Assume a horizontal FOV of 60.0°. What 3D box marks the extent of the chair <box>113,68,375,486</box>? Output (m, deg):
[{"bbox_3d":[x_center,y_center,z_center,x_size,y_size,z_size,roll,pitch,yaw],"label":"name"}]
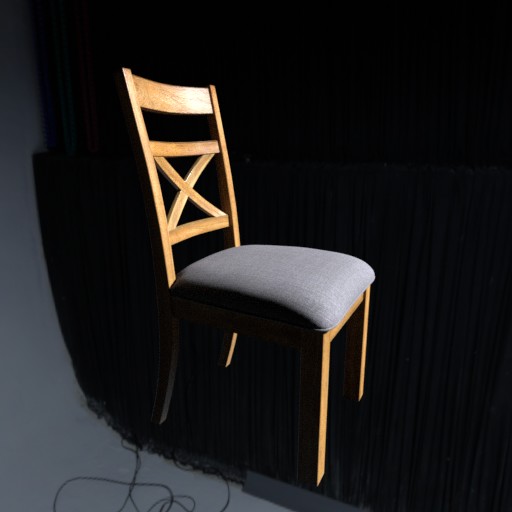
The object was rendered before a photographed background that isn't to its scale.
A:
[{"bbox_3d":[0.000,0.000,1.226,0.581,0.949,0.470,7,16,26],"label":"chair"}]
